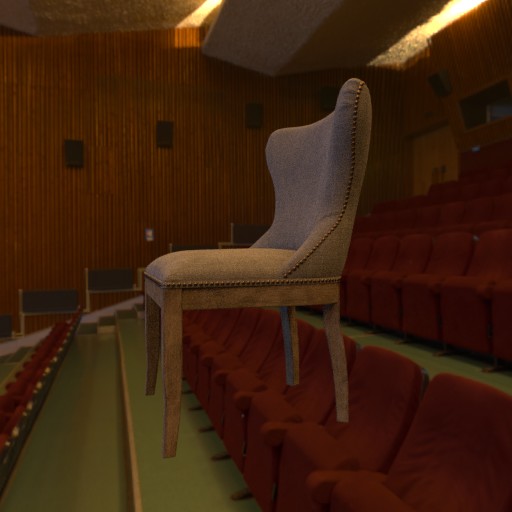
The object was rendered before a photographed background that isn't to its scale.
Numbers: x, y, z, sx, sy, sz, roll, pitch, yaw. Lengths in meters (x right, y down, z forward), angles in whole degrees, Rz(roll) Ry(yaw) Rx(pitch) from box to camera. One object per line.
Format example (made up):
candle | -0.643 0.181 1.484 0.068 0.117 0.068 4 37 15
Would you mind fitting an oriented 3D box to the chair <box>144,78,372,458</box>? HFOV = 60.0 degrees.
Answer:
chair | 0.000 0.000 1.459 0.681 1.002 0.654 0 1 -19
